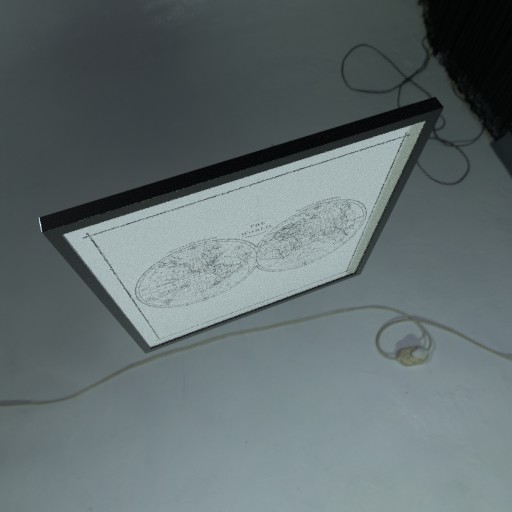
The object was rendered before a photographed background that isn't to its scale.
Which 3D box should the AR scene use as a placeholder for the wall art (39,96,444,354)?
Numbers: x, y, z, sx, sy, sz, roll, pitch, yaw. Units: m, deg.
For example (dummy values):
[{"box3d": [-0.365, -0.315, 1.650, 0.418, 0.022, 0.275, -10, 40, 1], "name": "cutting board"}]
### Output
[{"box3d": [0.000, 0.000, 1.149, 0.773, 0.775, 0.031, -19, 64, -10], "name": "wall art"}]
